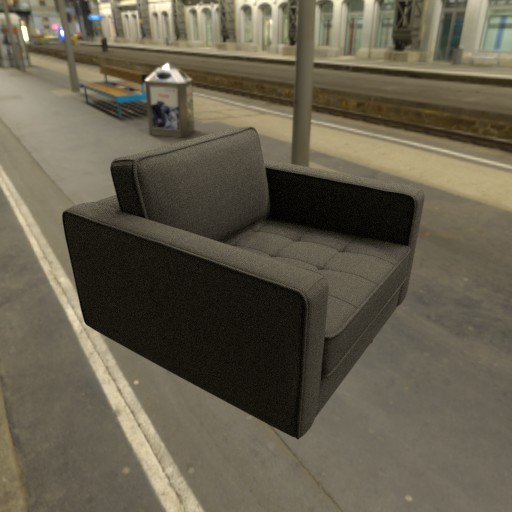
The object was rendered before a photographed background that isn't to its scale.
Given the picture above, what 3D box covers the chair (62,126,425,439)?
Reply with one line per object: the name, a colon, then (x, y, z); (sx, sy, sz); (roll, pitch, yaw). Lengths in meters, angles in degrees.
chair: (0.000, 0.000, 1.584); (0.919, 0.770, 0.899); (18, 32, 31)
